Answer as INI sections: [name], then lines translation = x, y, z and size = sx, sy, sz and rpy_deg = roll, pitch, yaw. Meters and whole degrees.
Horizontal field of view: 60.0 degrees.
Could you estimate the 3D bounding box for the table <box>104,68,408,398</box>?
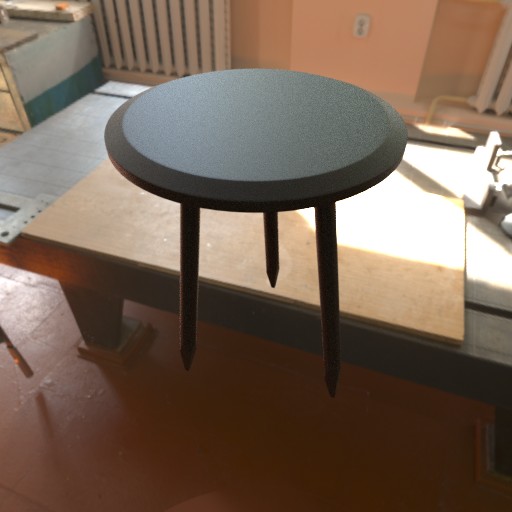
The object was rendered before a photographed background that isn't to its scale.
[table]
translation = 0.000, 0.000, 0.874
size = 0.457, 0.585, 0.457
rpy_deg = 0, 41, 0
